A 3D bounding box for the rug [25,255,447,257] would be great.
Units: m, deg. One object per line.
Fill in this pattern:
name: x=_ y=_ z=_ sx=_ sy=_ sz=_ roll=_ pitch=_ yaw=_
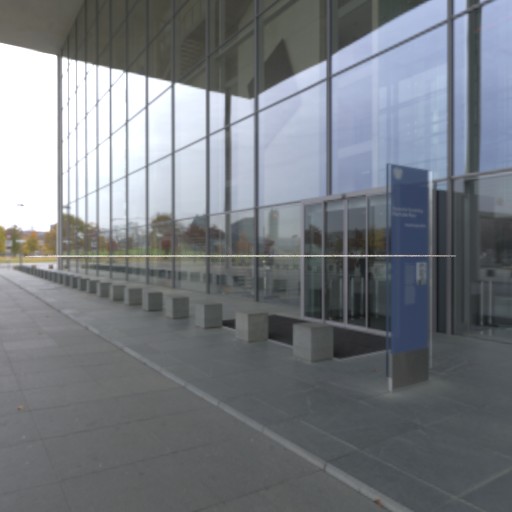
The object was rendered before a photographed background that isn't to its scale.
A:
rug: x=0.000 y=0.000 z=2.732 sx=2.464 sy=0.005 sz=0.660 roll=0 pitch=0 yaw=-18
